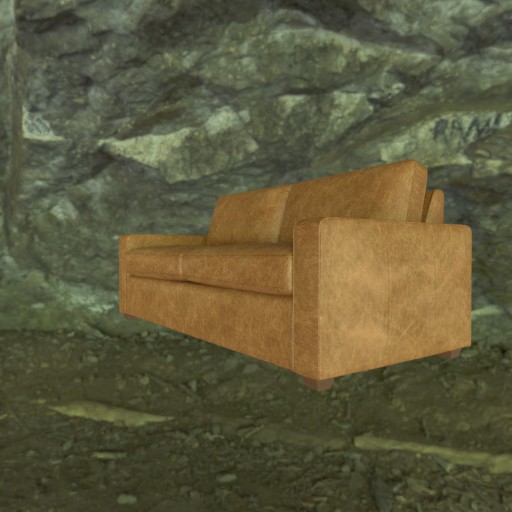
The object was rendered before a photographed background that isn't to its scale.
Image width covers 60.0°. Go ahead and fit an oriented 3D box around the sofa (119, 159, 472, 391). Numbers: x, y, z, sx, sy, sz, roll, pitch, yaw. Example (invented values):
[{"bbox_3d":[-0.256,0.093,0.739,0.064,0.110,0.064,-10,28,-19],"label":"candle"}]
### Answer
[{"bbox_3d":[0.000,0.000,2.633,0.991,0.928,2.156,-1,1,-35],"label":"sofa"}]
